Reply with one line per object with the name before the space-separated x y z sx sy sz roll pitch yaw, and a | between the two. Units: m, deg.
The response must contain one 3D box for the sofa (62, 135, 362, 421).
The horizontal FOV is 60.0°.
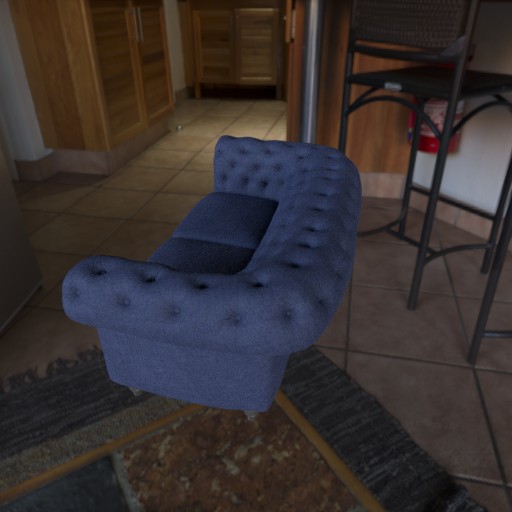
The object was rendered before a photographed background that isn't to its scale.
sofa | 0.000 0.000 2.511 1.082 0.833 1.988 8 32 12
